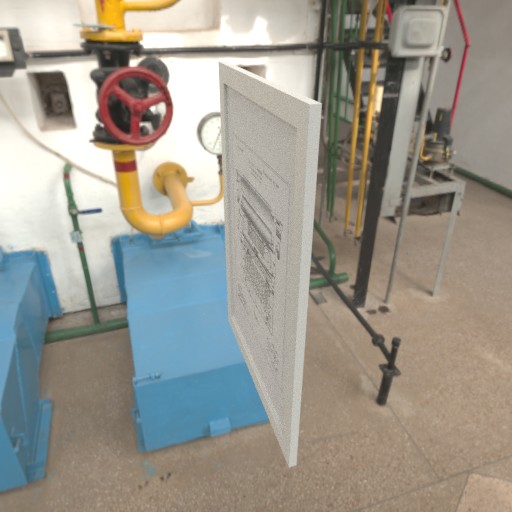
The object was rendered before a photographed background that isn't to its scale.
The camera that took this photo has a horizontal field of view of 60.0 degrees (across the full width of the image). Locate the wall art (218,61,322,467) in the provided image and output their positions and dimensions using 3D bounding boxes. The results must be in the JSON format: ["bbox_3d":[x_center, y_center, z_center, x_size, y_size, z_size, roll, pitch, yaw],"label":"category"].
[{"bbox_3d":[0.000,0.000,0.705,0.013,0.533,0.381,-9,31,-15],"label":"wall art"}]
